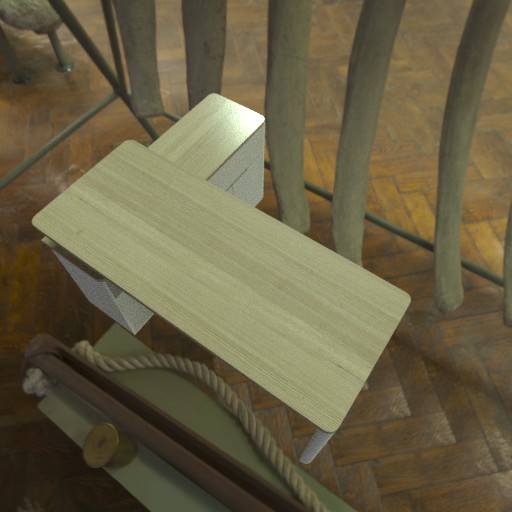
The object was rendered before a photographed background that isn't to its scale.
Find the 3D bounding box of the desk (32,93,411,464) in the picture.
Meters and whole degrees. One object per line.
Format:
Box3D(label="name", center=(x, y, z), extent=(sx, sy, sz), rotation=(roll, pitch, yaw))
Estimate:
Box3D(label="desk", center=(0.000, 0.000, 2.134), extent=(1.400, 0.770, 1.175), rotation=(31, 63, 18))
